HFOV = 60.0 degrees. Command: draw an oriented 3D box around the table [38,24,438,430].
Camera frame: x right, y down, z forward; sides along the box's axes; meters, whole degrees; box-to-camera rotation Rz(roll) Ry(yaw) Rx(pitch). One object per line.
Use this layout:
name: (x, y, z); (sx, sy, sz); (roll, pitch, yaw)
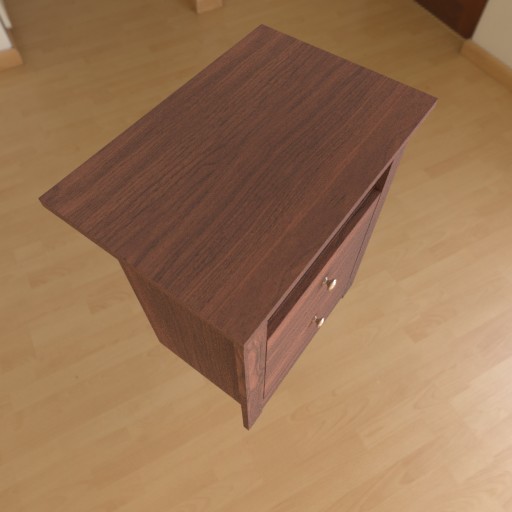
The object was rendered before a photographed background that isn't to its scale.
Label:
table: (0.000, 0.000, 1.051); (0.406, 0.711, 0.589); (32, 63, 18)
